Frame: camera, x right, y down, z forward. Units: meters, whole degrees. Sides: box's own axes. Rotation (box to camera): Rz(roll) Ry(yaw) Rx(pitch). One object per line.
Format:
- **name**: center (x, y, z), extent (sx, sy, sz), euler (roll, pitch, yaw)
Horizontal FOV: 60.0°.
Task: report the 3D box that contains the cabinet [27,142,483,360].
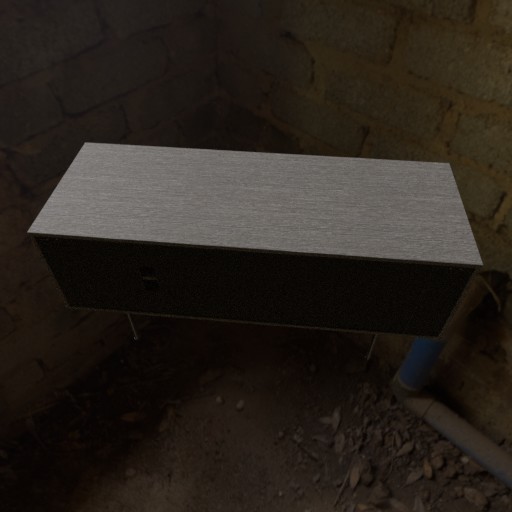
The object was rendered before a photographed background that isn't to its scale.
- **cabinet**: center (0.000, 0.000, 1.645), extent (1.300, 0.599, 0.500), euler (4, 47, 4)
